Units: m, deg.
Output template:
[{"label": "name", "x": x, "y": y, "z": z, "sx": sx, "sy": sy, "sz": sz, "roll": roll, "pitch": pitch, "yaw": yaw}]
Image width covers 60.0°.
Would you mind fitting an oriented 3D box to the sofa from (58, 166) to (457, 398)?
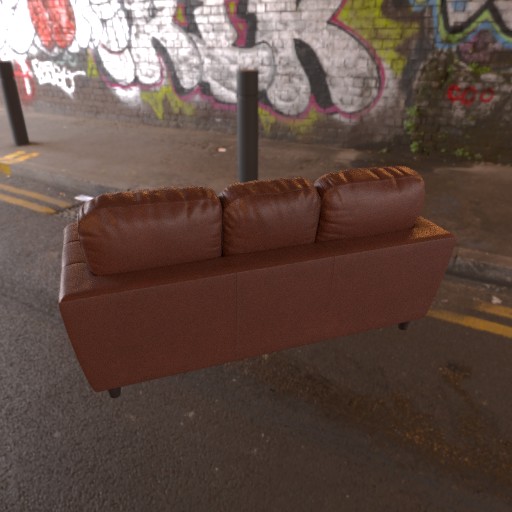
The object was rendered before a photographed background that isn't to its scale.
[{"label": "sofa", "x": 0.000, "y": 0.000, "z": 2.313, "sx": 1.862, "sy": 0.915, "sz": 0.802, "roll": -9, "pitch": 27, "yaw": -18}]
